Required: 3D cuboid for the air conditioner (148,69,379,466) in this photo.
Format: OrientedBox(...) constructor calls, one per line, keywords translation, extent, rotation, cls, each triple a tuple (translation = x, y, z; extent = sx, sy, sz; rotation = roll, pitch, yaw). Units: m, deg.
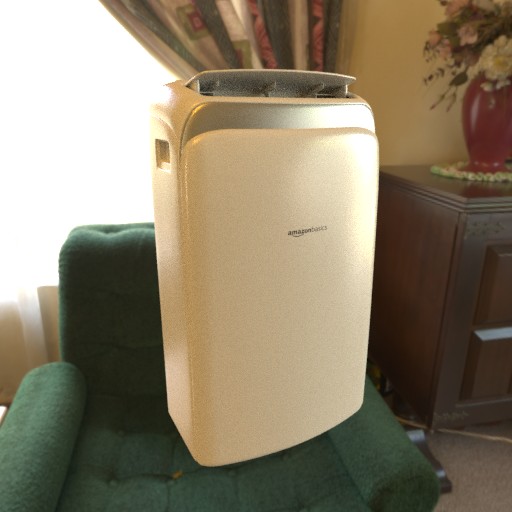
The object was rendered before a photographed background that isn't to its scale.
OrientedBox(translation=(0.000, 0.000, 1.039), extent=(0.449, 0.786, 0.414), rotation=(-10, 20, -27), cls="air conditioner")
